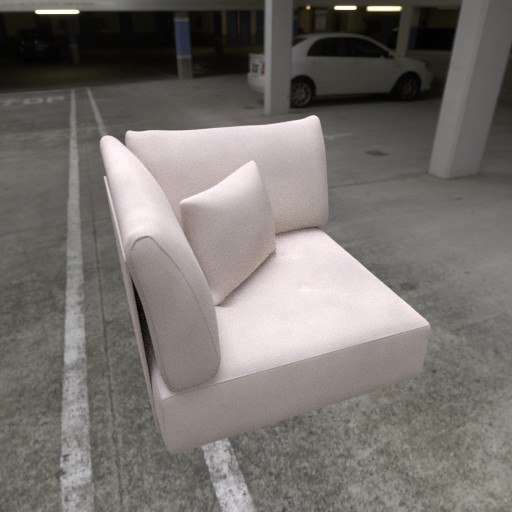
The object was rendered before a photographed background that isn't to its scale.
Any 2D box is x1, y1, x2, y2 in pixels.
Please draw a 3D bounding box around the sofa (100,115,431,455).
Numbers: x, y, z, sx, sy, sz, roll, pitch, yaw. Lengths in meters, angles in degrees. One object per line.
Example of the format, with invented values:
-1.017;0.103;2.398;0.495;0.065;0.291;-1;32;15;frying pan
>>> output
0.000;0.000;1.725;1.000;0.820;1.000;-11;31;-18;sofa
